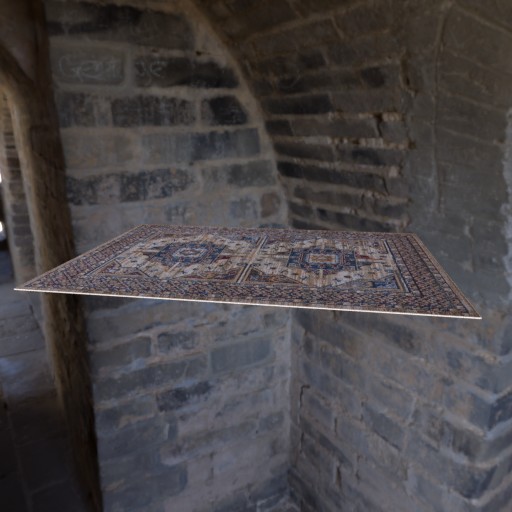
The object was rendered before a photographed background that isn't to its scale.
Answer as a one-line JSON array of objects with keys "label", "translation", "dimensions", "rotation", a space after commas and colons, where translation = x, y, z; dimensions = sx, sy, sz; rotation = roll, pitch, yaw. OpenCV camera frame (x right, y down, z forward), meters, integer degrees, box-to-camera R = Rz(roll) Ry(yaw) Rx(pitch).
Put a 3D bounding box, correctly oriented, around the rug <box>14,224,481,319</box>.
[{"label": "rug", "translation": [0.000, 0.000, 2.837], "dimensions": [2.227, 0.008, 1.611], "rotation": [3, 16, 9]}]
